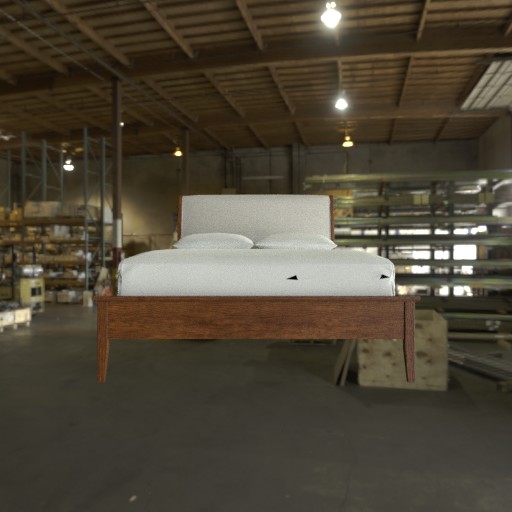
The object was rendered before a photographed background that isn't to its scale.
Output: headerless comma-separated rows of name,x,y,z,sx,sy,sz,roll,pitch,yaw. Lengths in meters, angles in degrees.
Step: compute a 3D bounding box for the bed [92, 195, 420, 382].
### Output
bed,0.000,0.000,3.366,1.612,1.250,2.380,0,0,0
